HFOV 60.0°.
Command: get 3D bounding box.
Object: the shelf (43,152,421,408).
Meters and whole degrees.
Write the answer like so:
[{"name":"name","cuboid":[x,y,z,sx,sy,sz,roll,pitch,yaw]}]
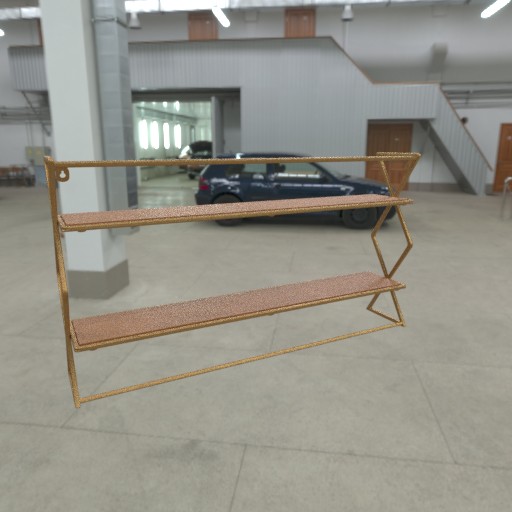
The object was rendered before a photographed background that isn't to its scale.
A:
[{"name":"shelf","cuboid":[0.000,0.000,1.006,0.822,0.450,0.150,-7,16,-26]}]
